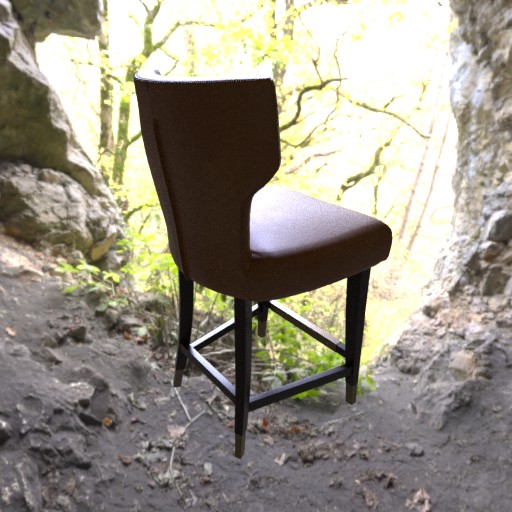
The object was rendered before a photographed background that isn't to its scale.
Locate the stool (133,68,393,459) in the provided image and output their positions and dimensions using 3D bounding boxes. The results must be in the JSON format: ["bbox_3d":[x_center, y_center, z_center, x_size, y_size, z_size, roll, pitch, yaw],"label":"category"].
[{"bbox_3d":[0.000,0.000,1.266,0.563,0.982,0.526,-18,30,-34],"label":"stool"}]
